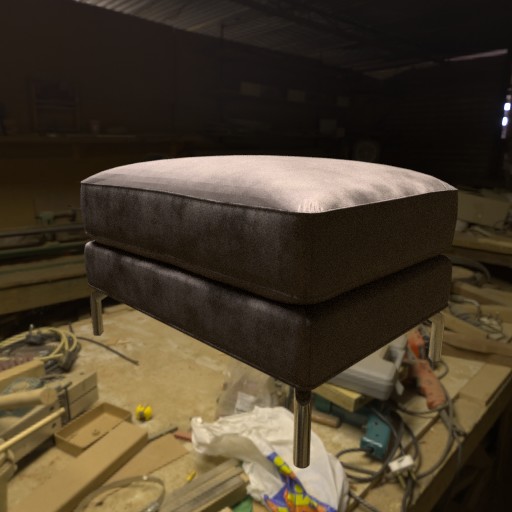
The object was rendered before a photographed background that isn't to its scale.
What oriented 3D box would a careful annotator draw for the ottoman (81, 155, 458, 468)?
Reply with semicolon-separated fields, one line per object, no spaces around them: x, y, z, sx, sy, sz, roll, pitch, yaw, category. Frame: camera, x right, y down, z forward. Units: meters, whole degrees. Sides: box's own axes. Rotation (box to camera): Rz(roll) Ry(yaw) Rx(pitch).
0.000;0.000;1.032;0.520;0.456;0.719;-14;20;-43;ottoman
